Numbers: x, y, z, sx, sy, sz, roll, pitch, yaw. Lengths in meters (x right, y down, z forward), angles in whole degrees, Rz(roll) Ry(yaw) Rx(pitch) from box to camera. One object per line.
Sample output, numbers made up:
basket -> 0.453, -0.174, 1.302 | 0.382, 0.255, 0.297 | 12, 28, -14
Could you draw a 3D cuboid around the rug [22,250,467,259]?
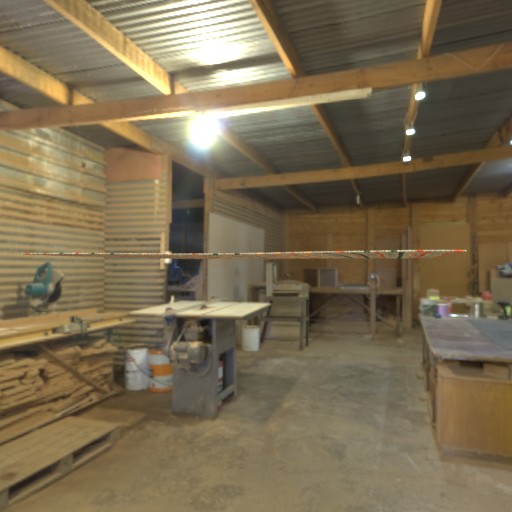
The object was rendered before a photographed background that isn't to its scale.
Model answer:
rug -> 0.000, 0.000, 2.302 | 1.835, 0.017, 1.220 | 0, -1, 17
